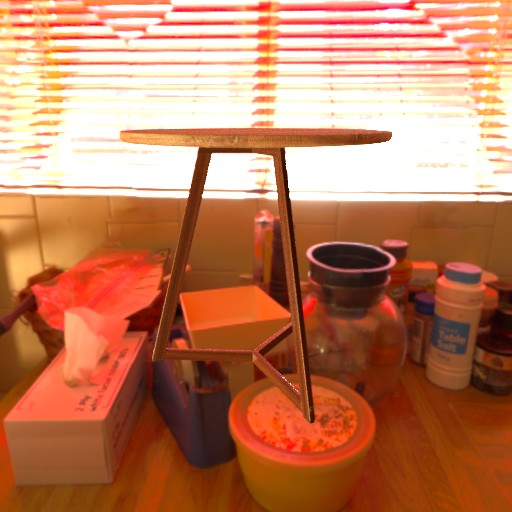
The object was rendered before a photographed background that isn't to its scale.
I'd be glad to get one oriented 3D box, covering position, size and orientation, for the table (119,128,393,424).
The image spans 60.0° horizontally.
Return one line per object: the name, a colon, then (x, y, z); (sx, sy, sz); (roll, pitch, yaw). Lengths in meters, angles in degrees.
table: (0.000, 0.000, 0.916); (0.500, 0.500, 0.500); (0, 17, 0)
